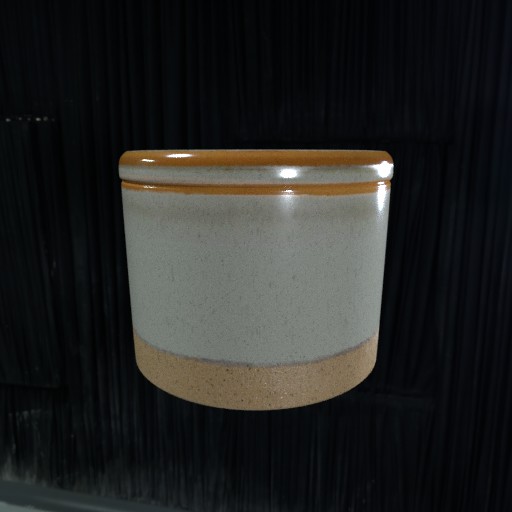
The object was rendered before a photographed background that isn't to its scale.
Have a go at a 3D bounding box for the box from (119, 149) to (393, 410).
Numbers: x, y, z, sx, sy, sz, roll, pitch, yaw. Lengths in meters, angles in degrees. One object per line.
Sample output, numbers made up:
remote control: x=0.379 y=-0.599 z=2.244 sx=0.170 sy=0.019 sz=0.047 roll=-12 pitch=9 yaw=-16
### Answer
box: x=0.000 y=0.000 z=0.217 sx=0.123 sy=0.100 sz=0.123 roll=0 pitch=13 yaw=0
